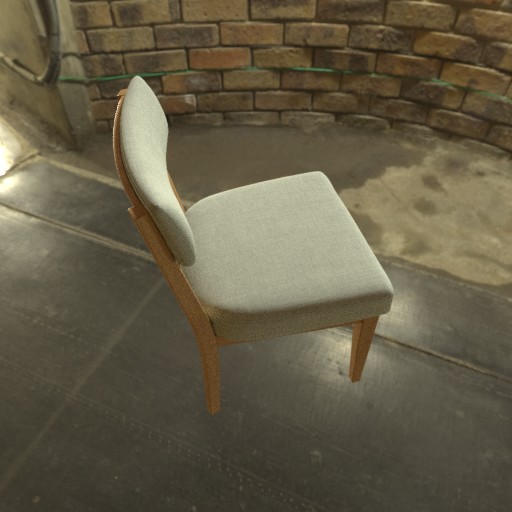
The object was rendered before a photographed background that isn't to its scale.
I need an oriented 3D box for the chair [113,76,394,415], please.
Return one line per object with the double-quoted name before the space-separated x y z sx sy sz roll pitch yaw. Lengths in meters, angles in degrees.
"chair" 0.000 0.000 1.188 0.572 0.832 0.508 -11 48 -10
